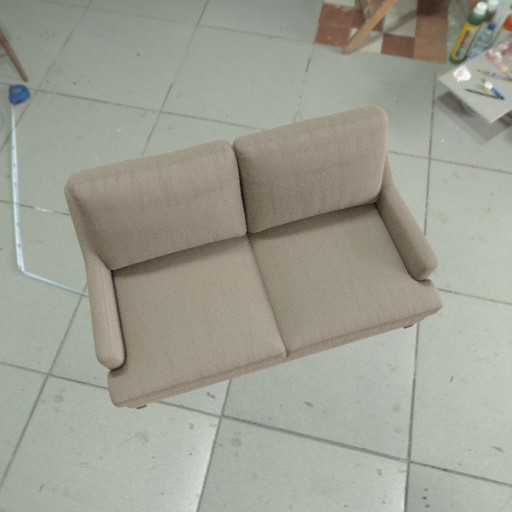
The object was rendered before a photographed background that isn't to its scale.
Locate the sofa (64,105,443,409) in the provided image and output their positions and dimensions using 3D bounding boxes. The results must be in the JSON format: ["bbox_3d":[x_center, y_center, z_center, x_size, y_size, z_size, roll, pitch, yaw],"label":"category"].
[{"bbox_3d":[0.000,0.000,2.186,1.619,0.910,1.004,-15,65,-7],"label":"sofa"}]
